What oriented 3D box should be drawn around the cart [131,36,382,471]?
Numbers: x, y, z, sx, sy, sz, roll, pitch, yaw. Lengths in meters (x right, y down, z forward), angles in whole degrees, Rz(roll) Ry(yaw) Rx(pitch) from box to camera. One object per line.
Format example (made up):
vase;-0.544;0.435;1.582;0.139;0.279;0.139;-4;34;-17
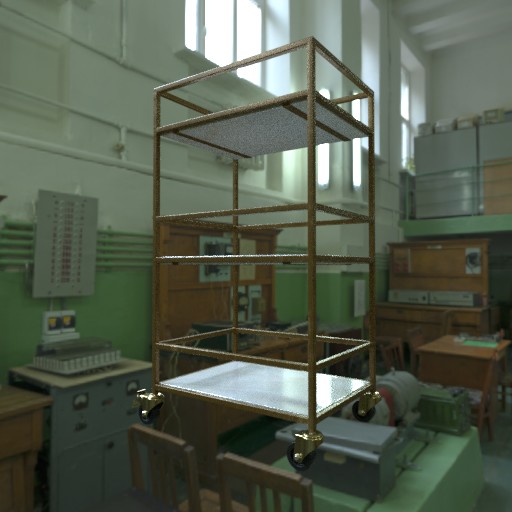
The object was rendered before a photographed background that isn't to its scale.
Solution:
cart;0.000;0.000;1.023;0.483;0.761;0.332;-1;-2;35
